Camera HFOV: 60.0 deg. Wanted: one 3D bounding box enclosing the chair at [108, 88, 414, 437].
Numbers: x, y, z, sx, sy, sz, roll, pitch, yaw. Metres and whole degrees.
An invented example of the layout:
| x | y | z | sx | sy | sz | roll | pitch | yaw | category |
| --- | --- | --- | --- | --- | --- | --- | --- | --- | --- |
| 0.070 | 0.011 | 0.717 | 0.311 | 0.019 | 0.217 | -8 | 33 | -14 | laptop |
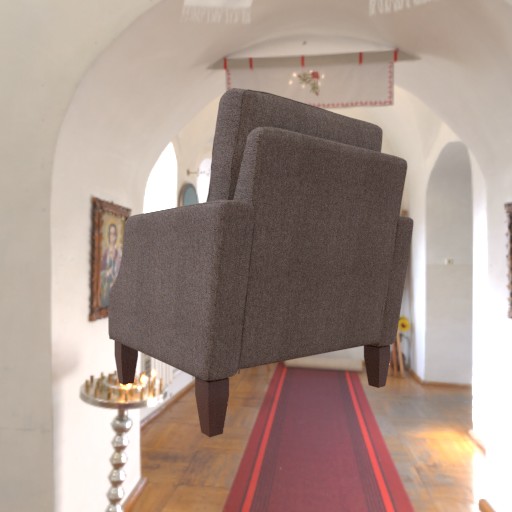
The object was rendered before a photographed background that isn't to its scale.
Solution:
| x | y | z | sx | sy | sz | roll | pitch | yaw | category |
| --- | --- | --- | --- | --- | --- | --- | --- | --- | --- |
| 0.000 | 0.000 | 1.688 | 0.855 | 0.993 | 0.897 | 0 | 0 | -38 | chair |
